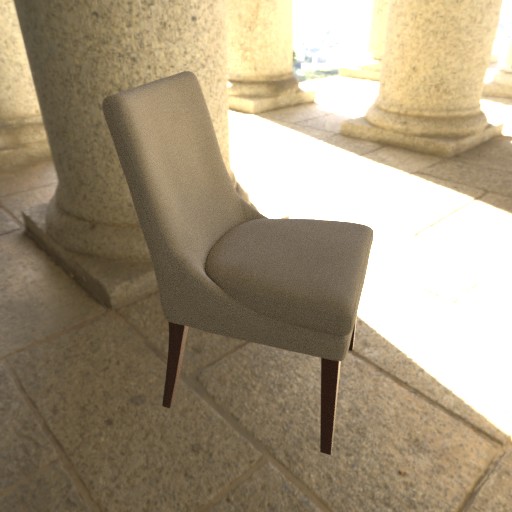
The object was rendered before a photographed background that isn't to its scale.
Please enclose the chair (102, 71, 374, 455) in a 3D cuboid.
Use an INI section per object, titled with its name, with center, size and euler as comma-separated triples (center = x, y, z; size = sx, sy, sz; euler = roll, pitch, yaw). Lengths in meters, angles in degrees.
[chair]
center = 0.000, 0.000, 1.304
size = 0.638, 0.940, 0.515
euler = 10, 32, 16
